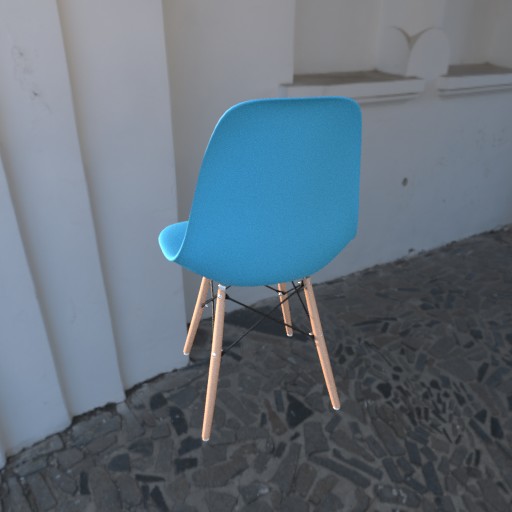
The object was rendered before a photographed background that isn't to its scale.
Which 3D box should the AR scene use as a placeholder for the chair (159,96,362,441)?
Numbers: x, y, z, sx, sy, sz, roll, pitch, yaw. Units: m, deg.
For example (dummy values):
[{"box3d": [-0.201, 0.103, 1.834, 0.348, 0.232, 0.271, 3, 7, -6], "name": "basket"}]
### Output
[{"box3d": [0.000, 0.000, 1.139, 0.470, 0.826, 0.531, -7, 27, -15], "name": "chair"}]
